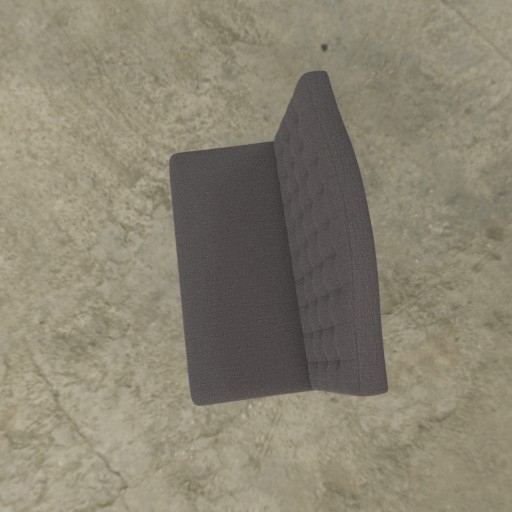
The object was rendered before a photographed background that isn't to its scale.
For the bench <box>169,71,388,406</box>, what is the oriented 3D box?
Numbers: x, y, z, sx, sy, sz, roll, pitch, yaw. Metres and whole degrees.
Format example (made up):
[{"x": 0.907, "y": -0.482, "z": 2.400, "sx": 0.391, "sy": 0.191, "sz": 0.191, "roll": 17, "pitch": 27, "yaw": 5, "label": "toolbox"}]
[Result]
[{"x": 0.000, "y": 0.000, "z": 2.142, "sx": 0.815, "sy": 1.180, "sz": 1.335, "roll": -7, "pitch": 77, "yaw": -2, "label": "bench"}]
